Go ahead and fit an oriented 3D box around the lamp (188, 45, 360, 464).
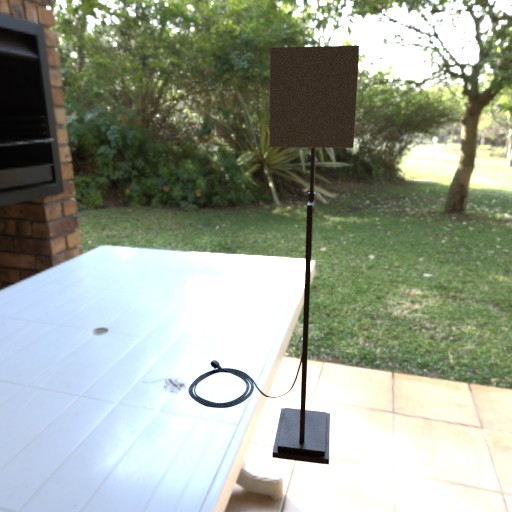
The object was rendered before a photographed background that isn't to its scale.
[{"bbox_3d":[0.000,0.000,1.989,0.774,1.600,0.698,3,17,10],"label":"lamp"}]
